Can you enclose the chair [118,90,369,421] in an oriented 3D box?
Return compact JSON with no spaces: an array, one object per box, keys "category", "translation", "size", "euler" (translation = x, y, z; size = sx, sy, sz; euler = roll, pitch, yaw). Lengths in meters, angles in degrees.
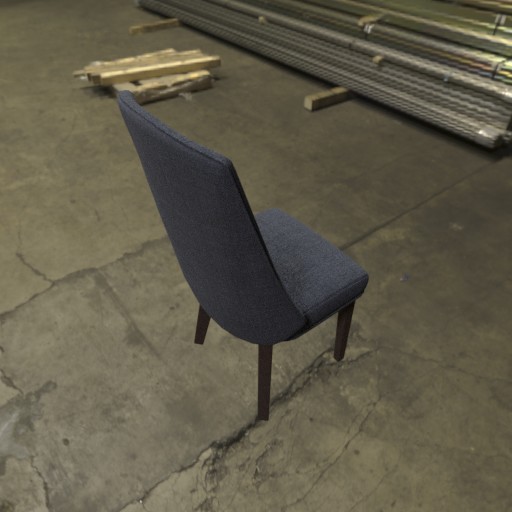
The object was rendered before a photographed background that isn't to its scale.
[{"category":"chair","translation":[0.000,0.000,1.347],"size":[0.577,1.050,0.510],"euler":[-28,49,-27]}]
